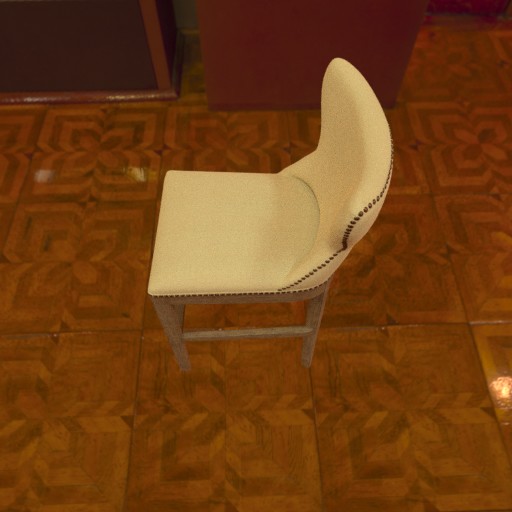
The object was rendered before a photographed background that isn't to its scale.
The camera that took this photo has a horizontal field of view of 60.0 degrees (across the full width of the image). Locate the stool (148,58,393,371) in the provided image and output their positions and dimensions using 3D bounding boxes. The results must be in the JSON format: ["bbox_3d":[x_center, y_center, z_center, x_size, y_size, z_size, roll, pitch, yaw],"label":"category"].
[{"bbox_3d":[0.000,0.000,1.436,0.606,1.123,0.494,0,59,0],"label":"stool"}]
